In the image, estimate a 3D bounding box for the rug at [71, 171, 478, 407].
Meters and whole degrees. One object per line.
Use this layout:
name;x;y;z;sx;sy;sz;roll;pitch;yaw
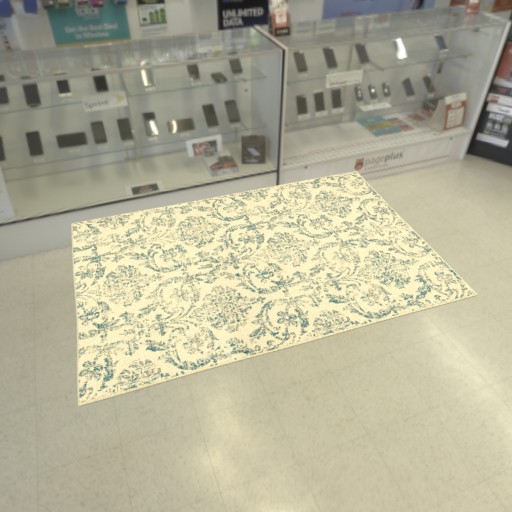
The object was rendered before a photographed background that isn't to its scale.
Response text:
rug;0.000;0.000;3.498;2.746;0.018;1.819;-12;43;-14
